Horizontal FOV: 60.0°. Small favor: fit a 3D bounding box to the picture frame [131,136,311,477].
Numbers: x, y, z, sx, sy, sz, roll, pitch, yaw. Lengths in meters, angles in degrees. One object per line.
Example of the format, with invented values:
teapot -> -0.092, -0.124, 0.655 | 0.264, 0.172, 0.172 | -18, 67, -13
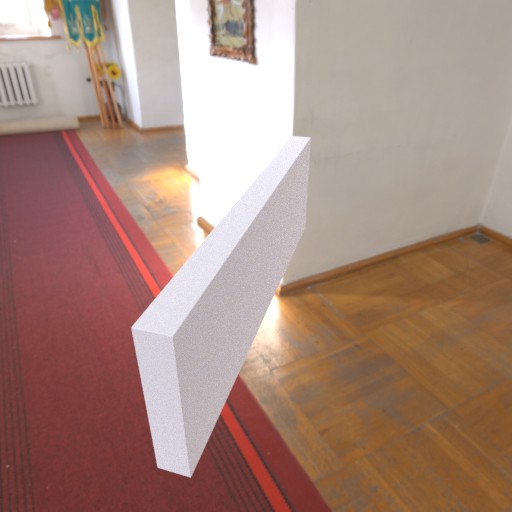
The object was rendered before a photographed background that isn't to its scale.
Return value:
picture frame -> 0.000, 0.000, 0.848 | 0.050, 0.250, 0.759 | 9, 32, 15
